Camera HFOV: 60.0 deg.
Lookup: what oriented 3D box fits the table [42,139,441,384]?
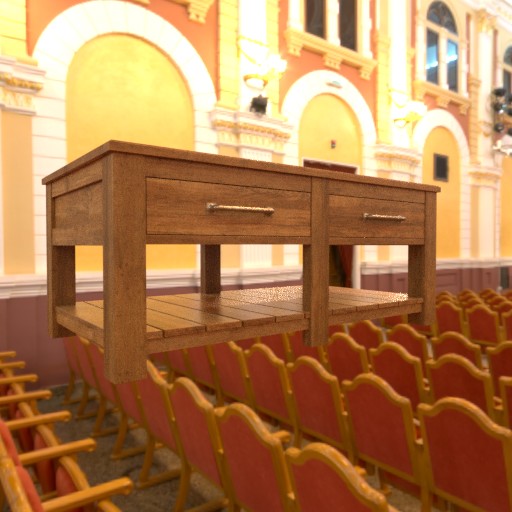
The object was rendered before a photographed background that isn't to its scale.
[{"bbox_3d":[0.000,0.000,1.440,1.150,0.480,0.635,-1,2,-37],"label":"table"}]
